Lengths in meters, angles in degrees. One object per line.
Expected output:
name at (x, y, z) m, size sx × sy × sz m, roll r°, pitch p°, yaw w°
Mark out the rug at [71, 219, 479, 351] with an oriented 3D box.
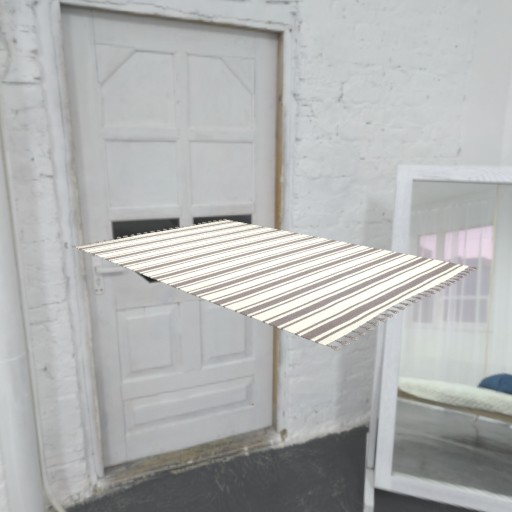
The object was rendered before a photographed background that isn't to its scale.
rug at (0.000, 0.000, 3.060) m, size 2.425 × 0.014 × 1.563 m, roll 14°, pitch 21°, yaw 43°
